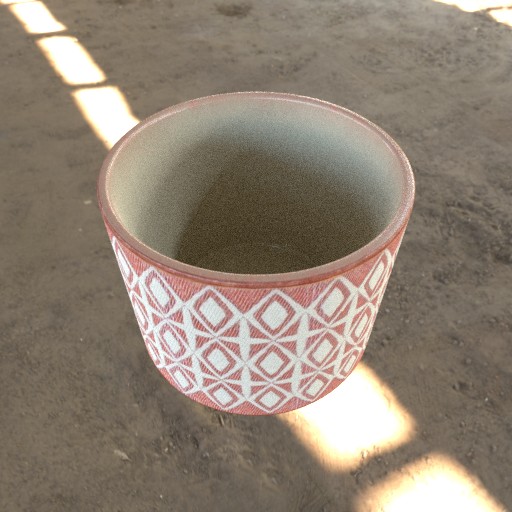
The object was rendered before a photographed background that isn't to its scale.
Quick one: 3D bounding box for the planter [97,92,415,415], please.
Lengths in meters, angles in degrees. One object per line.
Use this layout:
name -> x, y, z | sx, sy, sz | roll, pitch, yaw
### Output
planter -> 0.000, 0.000, 0.475 | 0.273, 0.237, 0.273 | 0, 47, 0
